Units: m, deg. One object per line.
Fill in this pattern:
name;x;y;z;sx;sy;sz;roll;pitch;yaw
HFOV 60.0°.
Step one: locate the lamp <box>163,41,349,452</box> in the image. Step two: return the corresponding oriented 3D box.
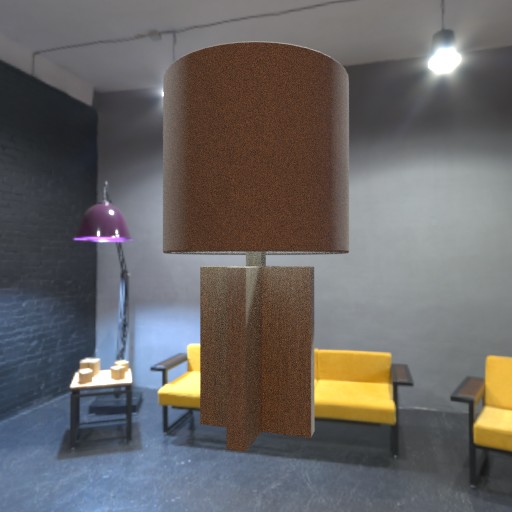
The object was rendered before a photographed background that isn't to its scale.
lamp;0.000;0.000;0.555;0.229;0.428;0.229;0;-1;18
